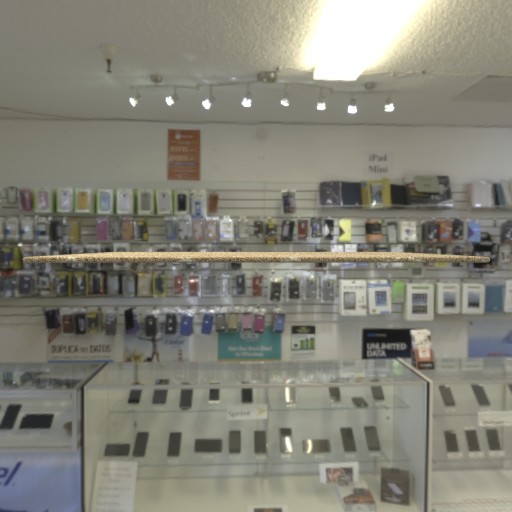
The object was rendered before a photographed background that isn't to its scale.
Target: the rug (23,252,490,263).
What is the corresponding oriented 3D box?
[{"bbox_3d":[0.000,0.000,3.059,2.438,0.030,1.524,0,2,-1],"label":"rug"}]
